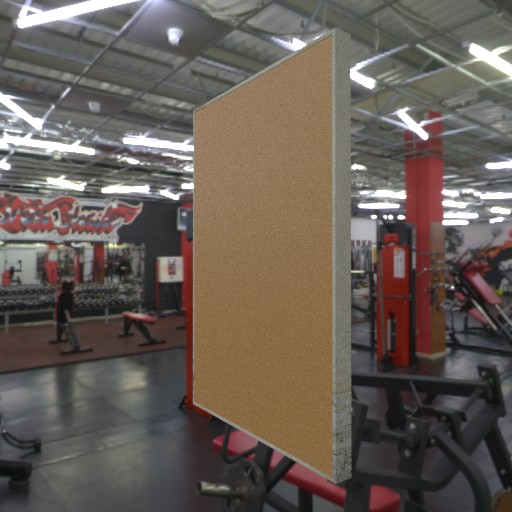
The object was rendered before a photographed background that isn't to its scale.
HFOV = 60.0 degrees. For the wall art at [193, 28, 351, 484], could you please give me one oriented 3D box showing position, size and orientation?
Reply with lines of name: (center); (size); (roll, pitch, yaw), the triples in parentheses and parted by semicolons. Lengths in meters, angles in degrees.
wall art: (0.000, 0.000, 0.959); (0.038, 0.764, 0.508); (0, -1, -36)
